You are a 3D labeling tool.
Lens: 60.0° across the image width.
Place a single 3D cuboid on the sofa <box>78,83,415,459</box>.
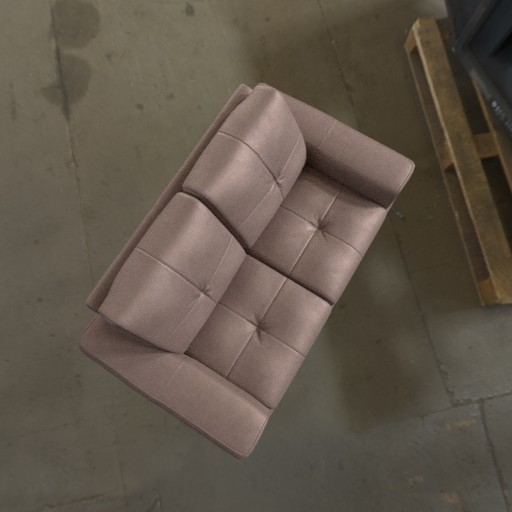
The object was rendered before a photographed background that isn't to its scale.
[{"bbox_3d":[0.000,0.000,2.377,1.018,0.907,1.806,31,78,7],"label":"sofa"}]
